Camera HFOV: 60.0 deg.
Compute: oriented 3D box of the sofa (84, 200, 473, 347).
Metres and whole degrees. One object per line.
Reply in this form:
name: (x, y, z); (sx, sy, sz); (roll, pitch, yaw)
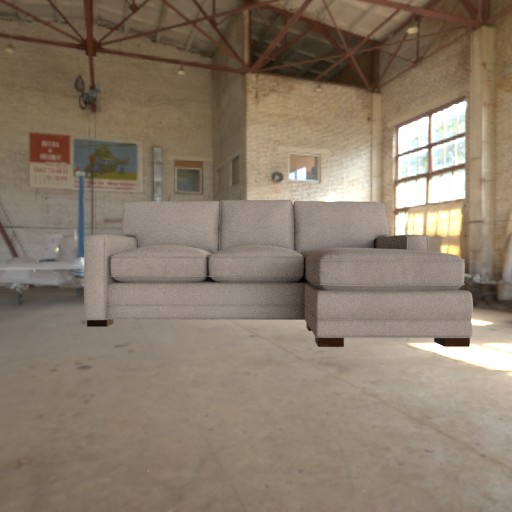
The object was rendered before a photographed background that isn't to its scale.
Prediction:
sofa: (0.000, 0.000, 2.847); (2.087, 0.861, 1.496); (0, 0, 0)
